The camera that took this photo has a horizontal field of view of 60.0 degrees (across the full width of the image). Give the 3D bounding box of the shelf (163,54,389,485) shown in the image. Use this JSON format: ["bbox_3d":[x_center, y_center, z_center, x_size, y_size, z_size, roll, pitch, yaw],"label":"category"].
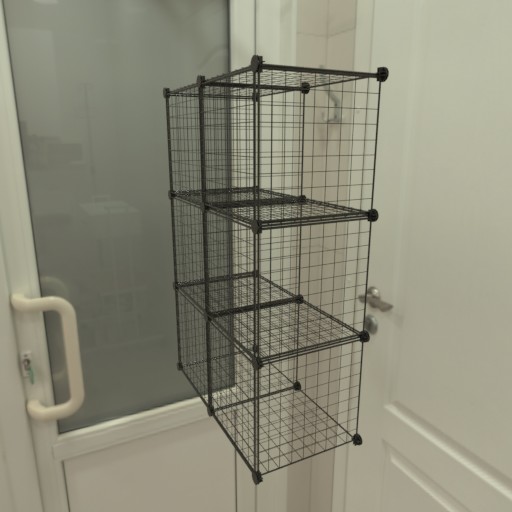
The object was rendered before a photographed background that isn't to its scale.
[{"bbox_3d":[0.000,0.000,1.428,0.356,1.067,0.711,-7,17,-26],"label":"shelf"}]
